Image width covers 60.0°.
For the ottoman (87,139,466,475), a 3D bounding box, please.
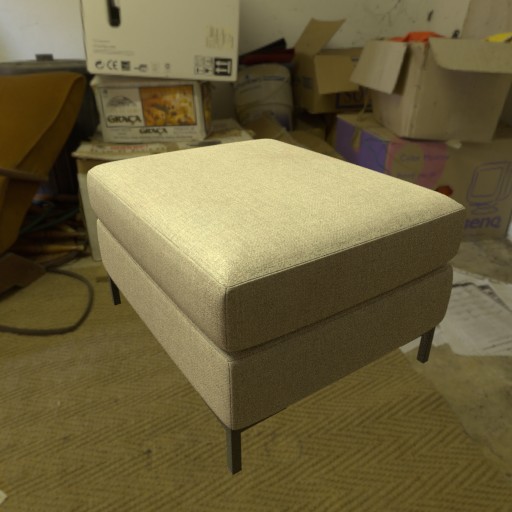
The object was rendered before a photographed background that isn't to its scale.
[{"bbox_3d":[0.000,0.000,1.219,0.671,0.490,0.820,-17,32,-30],"label":"ottoman"}]
